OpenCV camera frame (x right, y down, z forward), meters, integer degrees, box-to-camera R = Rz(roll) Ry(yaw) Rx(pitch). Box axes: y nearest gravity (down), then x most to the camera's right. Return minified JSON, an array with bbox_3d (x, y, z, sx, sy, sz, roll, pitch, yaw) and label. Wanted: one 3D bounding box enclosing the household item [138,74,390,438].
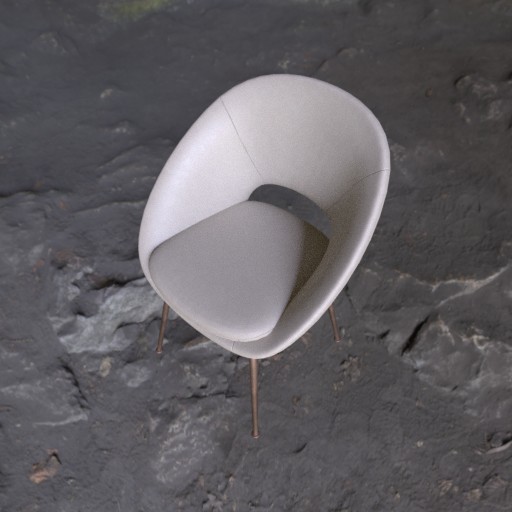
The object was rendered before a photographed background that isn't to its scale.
[{"bbox_3d":[0.000,0.000,1.288,0.623,0.852,0.573,32,55,27],"label":"household item"}]
